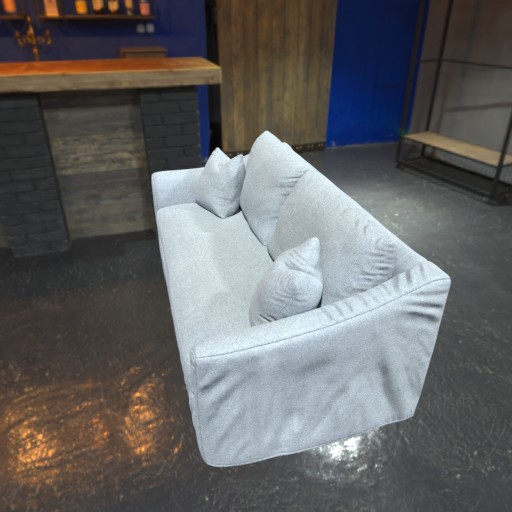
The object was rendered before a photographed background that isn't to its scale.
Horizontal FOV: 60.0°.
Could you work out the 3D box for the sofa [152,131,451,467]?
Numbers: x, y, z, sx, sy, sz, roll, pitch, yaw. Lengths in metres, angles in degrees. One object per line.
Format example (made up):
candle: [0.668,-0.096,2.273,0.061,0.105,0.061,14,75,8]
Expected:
sofa: [0.000,0.000,2.613,1.072,1.018,2.010,-8,31,-14]
